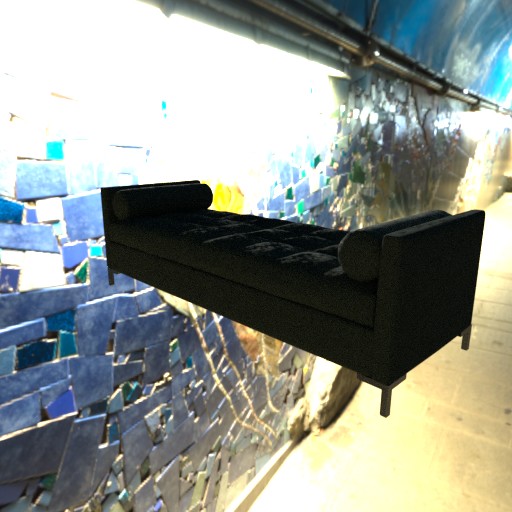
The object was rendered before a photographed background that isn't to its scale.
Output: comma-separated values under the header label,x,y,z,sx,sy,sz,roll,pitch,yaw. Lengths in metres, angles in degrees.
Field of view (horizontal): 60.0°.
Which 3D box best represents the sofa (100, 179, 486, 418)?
label,x,y,z,sx,sy,sz,roll,pitch,yaw
sofa,0.000,0.000,2.454,0.797,0.657,2.102,-14,21,-43
